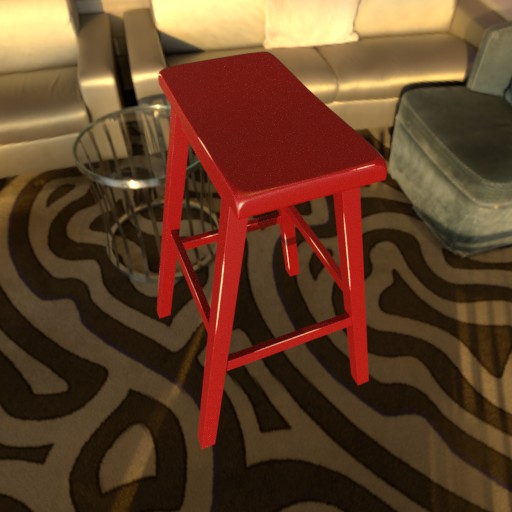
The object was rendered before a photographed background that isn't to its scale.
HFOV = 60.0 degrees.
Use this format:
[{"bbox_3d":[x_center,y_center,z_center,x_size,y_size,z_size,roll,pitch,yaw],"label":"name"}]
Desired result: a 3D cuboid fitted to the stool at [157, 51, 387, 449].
[{"bbox_3d":[0.000,0.000,1.026,0.476,0.737,0.457,-17,48,-15],"label":"stool"}]
